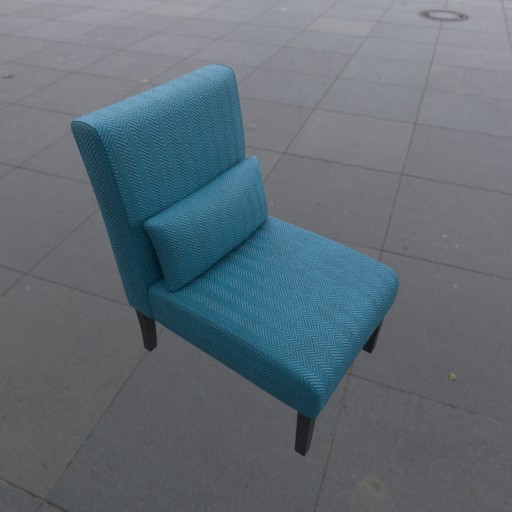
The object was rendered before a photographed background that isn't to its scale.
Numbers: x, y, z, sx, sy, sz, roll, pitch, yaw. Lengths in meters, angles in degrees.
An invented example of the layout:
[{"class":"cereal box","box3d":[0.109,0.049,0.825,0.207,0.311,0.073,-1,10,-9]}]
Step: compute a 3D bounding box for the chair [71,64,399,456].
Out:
[{"class":"chair","box3d":[0.000,0.000,1.428,0.808,0.927,0.579,25,47,26]}]
